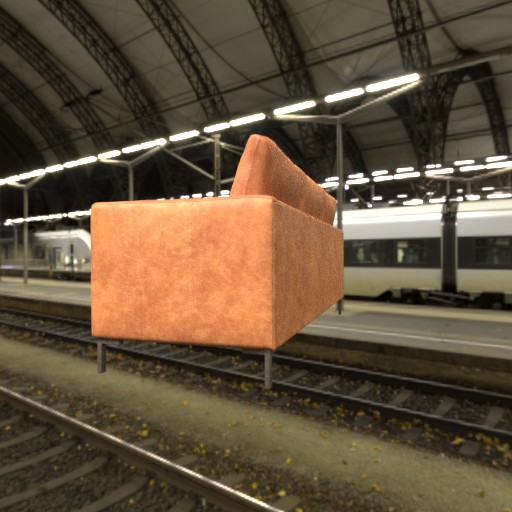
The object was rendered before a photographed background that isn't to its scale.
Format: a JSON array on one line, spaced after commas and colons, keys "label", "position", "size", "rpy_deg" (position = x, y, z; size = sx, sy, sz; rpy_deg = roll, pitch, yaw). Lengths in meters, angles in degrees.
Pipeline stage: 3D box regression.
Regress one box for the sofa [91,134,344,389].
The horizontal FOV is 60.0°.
[{"label": "sofa", "position": [0.000, 0.000, 2.472], "size": [0.748, 0.863, 2.029], "rpy_deg": [0, 0, 18]}]
